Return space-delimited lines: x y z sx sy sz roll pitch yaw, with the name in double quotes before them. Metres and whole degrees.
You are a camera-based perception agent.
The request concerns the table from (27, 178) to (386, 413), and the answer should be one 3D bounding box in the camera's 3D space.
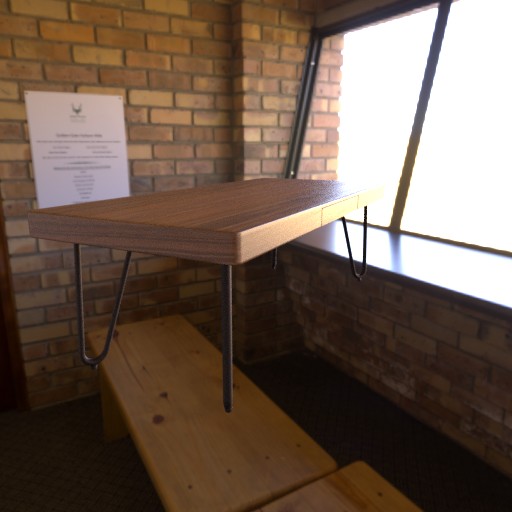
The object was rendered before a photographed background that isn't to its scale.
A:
"table" 0.000 0.000 1.644 0.637 0.468 1.375 7 16 27
